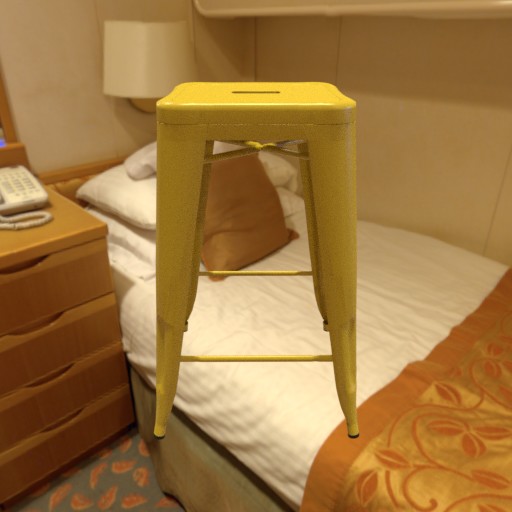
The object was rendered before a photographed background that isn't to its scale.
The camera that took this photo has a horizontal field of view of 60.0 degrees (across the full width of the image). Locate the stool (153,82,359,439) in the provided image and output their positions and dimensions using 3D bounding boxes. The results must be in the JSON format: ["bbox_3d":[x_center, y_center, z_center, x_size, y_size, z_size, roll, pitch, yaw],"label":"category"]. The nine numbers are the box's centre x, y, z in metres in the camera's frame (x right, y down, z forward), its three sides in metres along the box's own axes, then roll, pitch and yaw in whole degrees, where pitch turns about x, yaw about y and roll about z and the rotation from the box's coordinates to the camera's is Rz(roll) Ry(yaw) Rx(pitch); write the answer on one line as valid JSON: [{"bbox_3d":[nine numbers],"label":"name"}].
[{"bbox_3d":[0.000,0.000,0.864,0.399,0.609,0.359,0,28,-1],"label":"stool"}]
